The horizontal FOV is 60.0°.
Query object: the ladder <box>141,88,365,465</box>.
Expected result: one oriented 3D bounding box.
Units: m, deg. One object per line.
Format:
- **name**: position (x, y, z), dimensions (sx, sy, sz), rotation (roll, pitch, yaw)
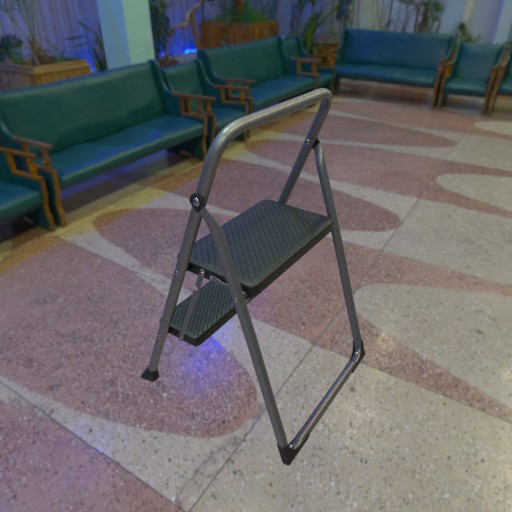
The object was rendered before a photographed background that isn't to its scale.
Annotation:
- **ladder**: position (0.000, 0.000, 1.040), dimensions (0.472, 0.720, 0.430), rotation (21, 38, 29)
